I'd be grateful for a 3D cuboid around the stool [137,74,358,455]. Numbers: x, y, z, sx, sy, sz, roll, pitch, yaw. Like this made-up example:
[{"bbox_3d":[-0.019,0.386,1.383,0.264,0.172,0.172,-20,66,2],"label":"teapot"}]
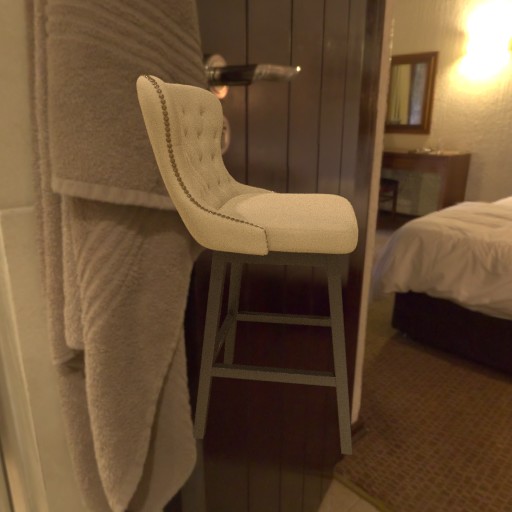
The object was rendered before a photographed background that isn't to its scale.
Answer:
[{"bbox_3d":[0.000,0.000,1.302,0.593,0.971,0.528,3,17,8],"label":"stool"}]
